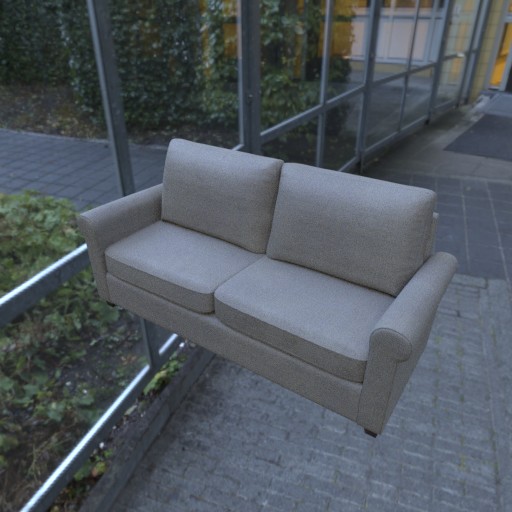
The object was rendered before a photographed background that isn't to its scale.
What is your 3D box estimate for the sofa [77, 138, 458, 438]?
[{"bbox_3d":[0.000,0.000,2.432,1.935,0.942,0.842,19,35,29],"label":"sofa"}]
